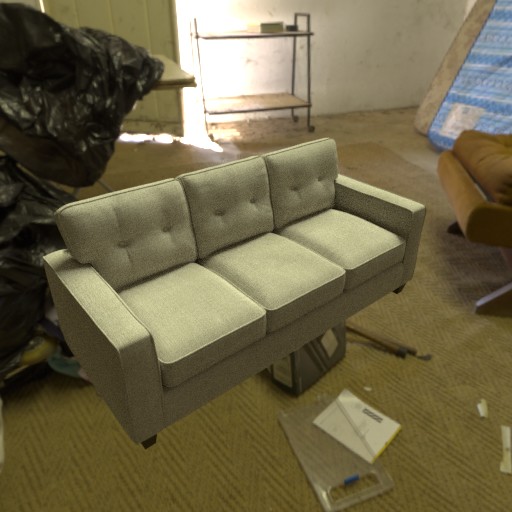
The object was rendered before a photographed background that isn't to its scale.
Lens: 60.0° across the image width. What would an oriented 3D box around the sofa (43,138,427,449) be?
[{"bbox_3d":[0.000,0.000,2.638,2.133,0.965,0.939,-23,37,-33],"label":"sofa"}]
